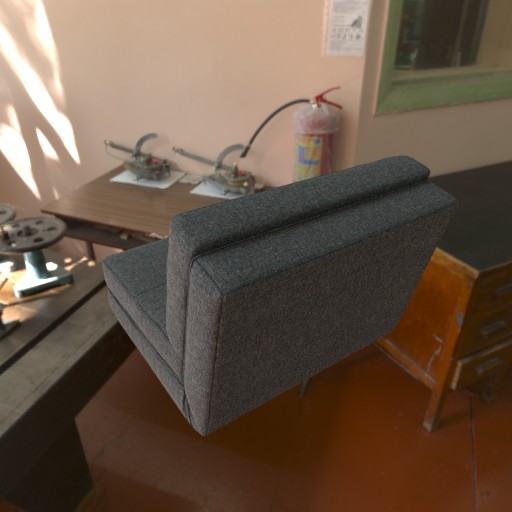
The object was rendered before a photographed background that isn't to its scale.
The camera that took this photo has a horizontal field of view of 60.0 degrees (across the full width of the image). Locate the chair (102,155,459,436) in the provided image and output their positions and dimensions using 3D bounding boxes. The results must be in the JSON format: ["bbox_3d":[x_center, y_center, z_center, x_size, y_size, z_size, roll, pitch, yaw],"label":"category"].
[{"bbox_3d":[0.000,0.000,1.342,0.740,0.615,0.800,-20,36,-30],"label":"chair"}]
